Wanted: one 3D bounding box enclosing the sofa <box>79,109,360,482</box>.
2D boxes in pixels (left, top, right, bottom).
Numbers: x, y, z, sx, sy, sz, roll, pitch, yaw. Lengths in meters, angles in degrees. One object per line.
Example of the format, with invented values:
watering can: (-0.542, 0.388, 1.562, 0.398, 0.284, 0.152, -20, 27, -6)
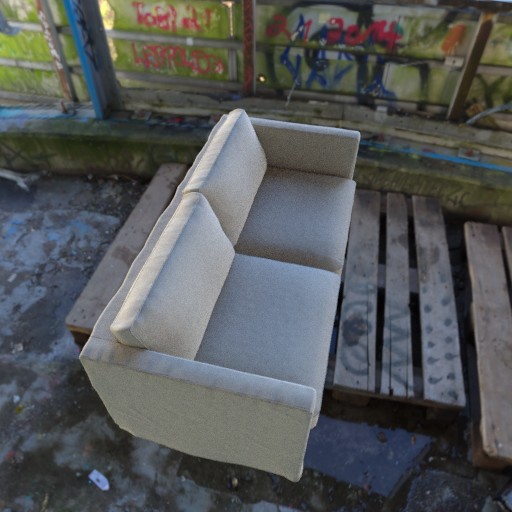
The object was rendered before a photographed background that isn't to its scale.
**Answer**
sofa: (0.000, 0.000, 2.477, 0.962, 0.835, 1.959, 10, 47, 10)
